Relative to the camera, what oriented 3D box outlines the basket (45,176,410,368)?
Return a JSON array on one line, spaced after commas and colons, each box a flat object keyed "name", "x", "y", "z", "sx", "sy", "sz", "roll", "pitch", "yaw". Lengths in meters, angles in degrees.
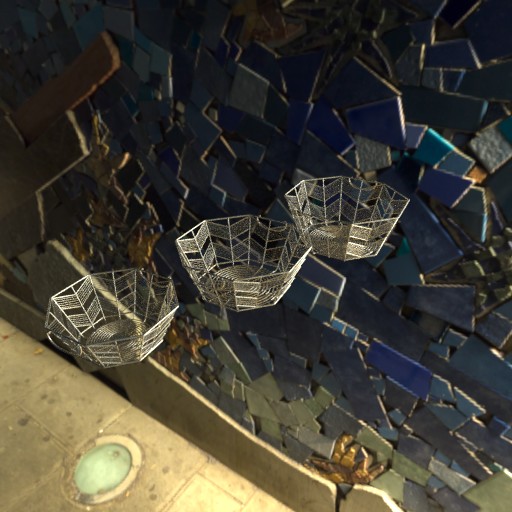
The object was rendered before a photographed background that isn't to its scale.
[{"name": "basket", "x": 0.000, "y": 0.000, "z": 1.368, "sx": 1.246, "sy": 0.178, "sz": 0.432, "roll": -22, "pitch": 37, "yaw": -33}]
